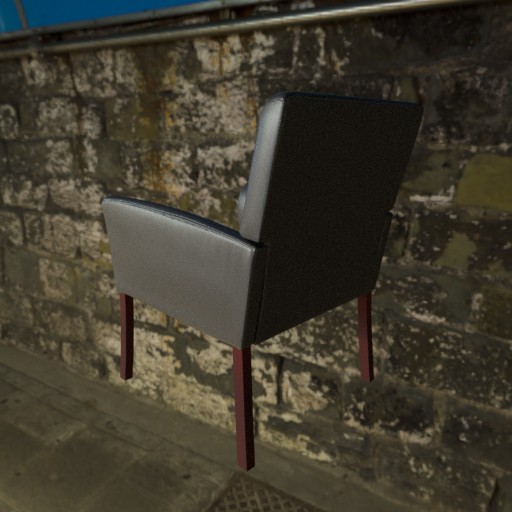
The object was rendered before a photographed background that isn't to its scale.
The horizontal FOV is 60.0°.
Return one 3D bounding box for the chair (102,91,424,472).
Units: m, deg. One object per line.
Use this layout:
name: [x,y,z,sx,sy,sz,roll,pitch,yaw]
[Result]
chair: [0.000,0.000,1.463,0.772,0.951,0.683,15,22,43]
